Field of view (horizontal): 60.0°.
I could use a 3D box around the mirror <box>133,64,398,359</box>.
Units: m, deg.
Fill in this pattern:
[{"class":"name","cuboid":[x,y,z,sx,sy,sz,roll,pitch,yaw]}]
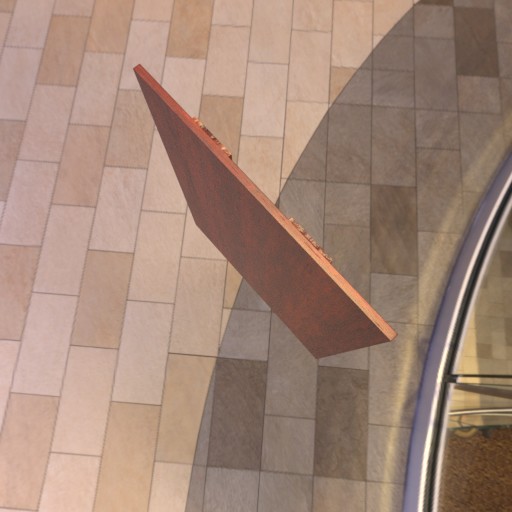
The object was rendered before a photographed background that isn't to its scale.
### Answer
[{"class":"mirror","cuboid":[0.000,0.000,1.075,0.021,0.805,0.600,-40,79,-10]}]
